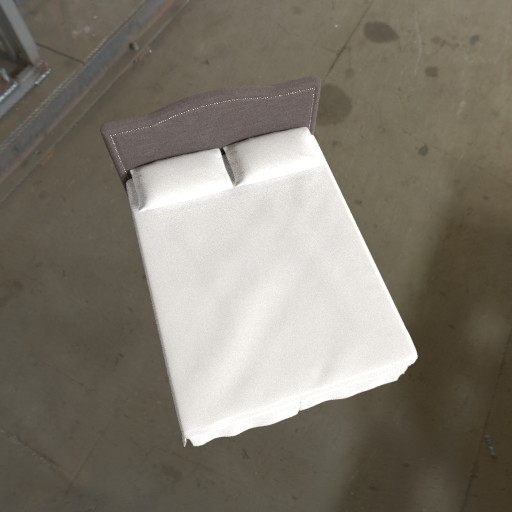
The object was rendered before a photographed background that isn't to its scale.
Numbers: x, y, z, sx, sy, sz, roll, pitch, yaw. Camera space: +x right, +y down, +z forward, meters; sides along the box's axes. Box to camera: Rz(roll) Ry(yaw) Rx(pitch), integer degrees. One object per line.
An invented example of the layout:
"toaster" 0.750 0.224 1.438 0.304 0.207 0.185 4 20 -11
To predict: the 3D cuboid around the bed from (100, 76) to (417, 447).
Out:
"bed" 0.000 0.000 4.008 2.161 1.457 2.689 -16 65 -8
